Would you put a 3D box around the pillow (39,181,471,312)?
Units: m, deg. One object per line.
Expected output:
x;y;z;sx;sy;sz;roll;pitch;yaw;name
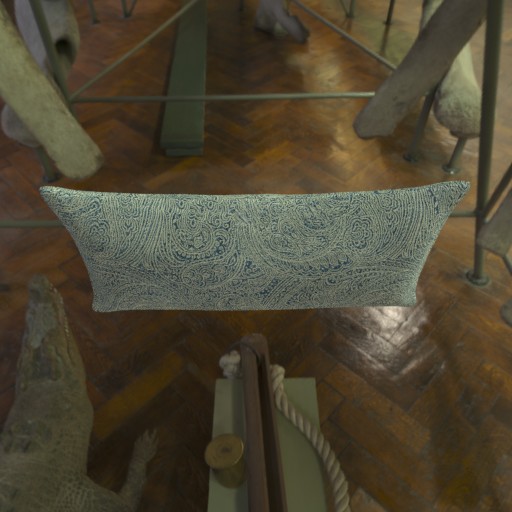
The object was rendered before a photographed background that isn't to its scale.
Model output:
0.000;0.000;0.735;0.615;0.295;0.151;-1;47;-1;pillow
